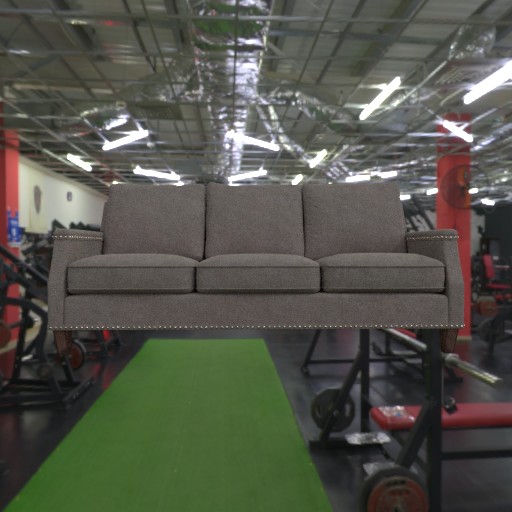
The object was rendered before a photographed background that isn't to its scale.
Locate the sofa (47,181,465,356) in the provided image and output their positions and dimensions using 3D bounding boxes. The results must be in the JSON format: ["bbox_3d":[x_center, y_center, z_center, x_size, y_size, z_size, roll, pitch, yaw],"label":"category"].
[{"bbox_3d":[0.000,0.000,2.823,2.226,1.042,1.034,0,1,-1],"label":"sofa"}]
